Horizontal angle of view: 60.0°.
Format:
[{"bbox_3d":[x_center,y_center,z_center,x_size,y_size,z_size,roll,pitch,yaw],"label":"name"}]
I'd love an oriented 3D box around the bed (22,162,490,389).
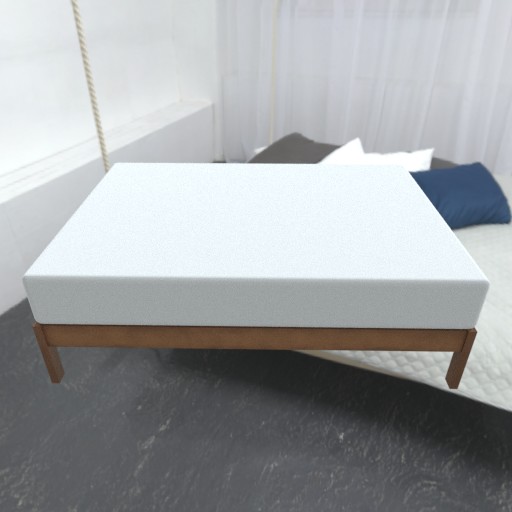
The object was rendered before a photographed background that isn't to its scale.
[{"bbox_3d":[0.000,0.000,2.514,1.927,0.616,1.348,1,32,1],"label":"bed"}]
